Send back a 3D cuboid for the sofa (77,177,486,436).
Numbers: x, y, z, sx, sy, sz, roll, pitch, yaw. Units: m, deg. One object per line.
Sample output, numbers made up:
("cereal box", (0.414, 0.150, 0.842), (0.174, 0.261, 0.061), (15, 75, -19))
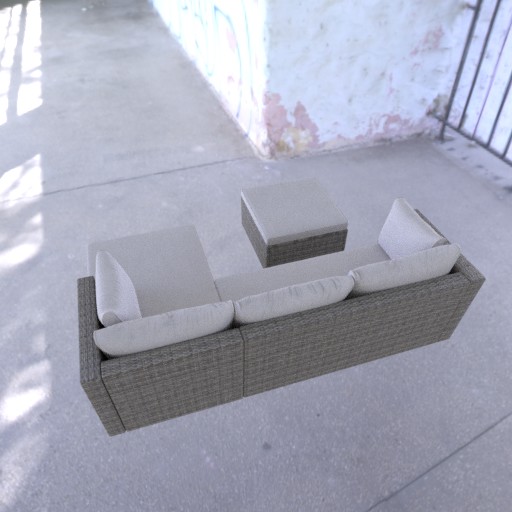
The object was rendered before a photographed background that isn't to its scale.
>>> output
("sofa", (0.000, 0.000, 2.985), (2.192, 0.766, 1.662), (-12, 44, -13))
